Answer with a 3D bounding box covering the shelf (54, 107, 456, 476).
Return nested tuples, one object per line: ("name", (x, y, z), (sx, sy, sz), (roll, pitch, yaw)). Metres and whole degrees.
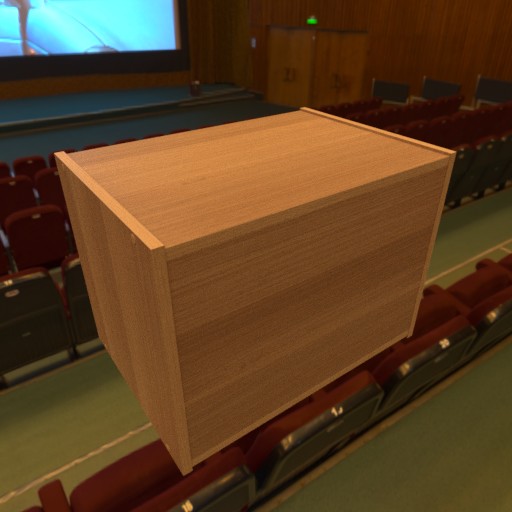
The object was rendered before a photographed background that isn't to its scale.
("shelf", (0.000, 0.000, 0.636), (0.415, 0.305, 0.290), (-21, 37, -30))
